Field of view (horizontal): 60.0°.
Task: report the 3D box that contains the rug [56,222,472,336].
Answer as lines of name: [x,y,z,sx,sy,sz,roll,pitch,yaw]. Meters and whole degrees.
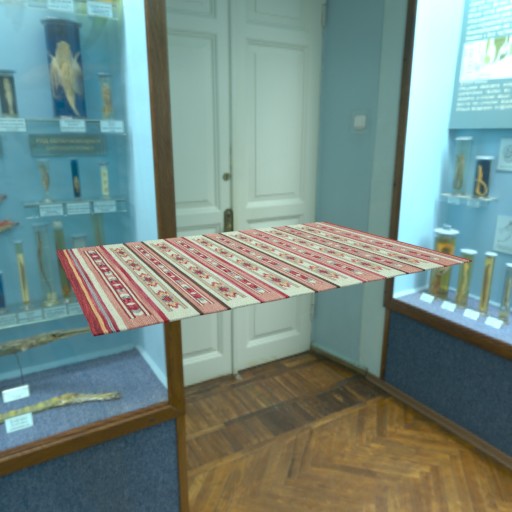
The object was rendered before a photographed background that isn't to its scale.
rug: [0.000,0.000,2.317,1.817,0.008,1.223,-8,17,-28]
